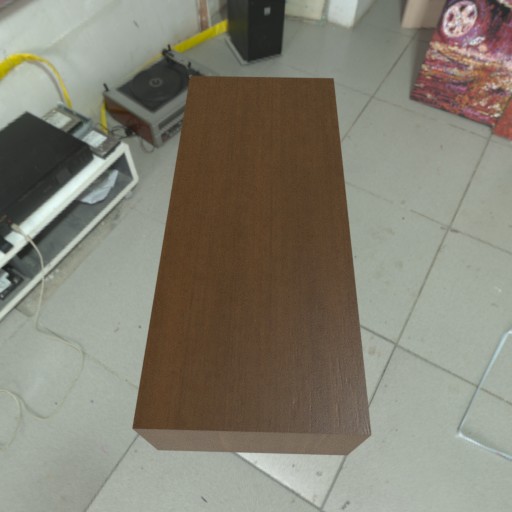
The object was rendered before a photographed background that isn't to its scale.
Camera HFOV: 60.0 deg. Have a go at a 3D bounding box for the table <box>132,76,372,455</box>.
[{"bbox_3d":[0.000,0.000,1.380,0.490,0.464,1.119,1,58,1],"label":"table"}]
